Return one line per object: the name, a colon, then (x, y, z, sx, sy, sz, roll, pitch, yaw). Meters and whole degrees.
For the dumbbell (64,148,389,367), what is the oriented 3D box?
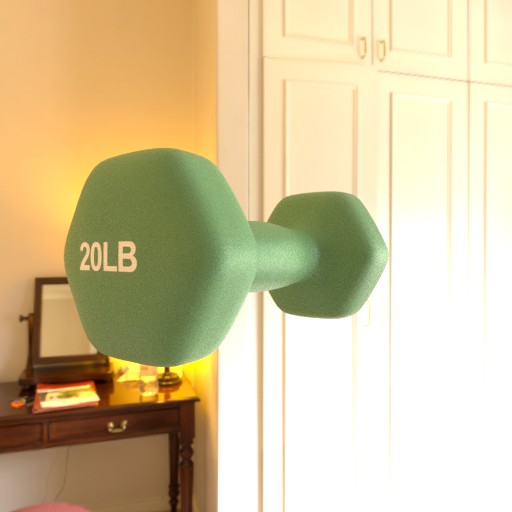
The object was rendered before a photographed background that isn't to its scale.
dumbbell: (0.000, 0.000, 0.326, 0.126, 0.114, 0.257, 0, 1, 36)
